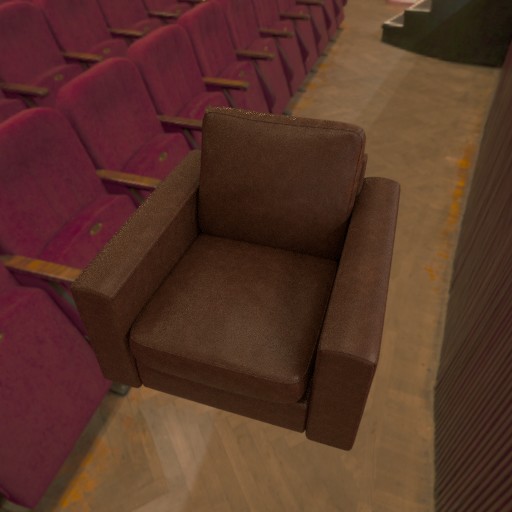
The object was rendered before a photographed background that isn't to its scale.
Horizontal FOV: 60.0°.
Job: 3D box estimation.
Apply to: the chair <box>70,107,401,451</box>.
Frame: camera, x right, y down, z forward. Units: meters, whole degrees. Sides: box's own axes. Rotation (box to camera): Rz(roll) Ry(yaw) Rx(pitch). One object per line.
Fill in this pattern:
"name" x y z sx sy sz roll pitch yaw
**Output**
"chair" 0.000 0.000 1.745 1.005 0.873 1.016 12 42 13
